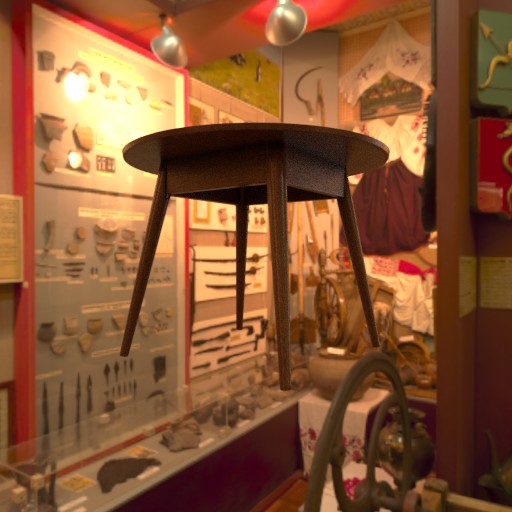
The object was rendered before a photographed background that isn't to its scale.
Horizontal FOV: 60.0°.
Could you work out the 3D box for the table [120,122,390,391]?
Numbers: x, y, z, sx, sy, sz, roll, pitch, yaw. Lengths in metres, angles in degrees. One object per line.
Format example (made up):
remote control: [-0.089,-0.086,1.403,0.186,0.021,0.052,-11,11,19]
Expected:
table: [0.000,0.000,1.821,1.053,0.786,1.053,0,0,0]
